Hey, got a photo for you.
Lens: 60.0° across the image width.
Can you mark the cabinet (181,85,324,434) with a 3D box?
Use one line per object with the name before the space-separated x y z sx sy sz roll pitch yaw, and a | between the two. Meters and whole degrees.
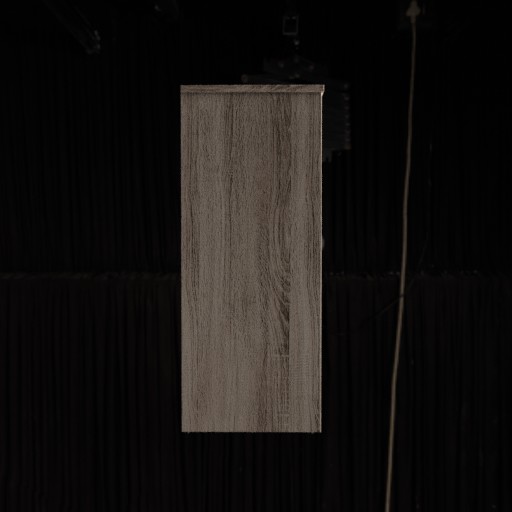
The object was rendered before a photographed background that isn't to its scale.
cabinet | 0.000 0.000 1.866 0.380 0.900 1.450 0 1 0
